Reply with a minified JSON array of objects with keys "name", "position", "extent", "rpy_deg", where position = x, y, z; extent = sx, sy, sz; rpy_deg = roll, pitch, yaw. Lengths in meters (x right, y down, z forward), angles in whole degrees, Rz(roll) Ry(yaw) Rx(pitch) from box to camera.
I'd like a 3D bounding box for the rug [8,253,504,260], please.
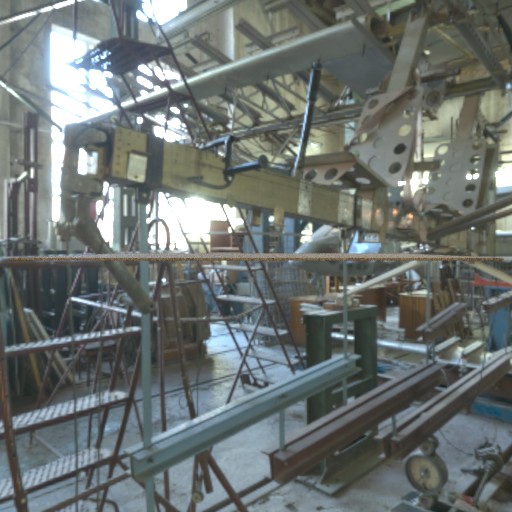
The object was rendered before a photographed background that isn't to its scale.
[{"name":"rug","position":[0.000,0.000,2.809],"extent":[2.283,0.013,1.547],"rpy_deg":[0,1,0]}]
